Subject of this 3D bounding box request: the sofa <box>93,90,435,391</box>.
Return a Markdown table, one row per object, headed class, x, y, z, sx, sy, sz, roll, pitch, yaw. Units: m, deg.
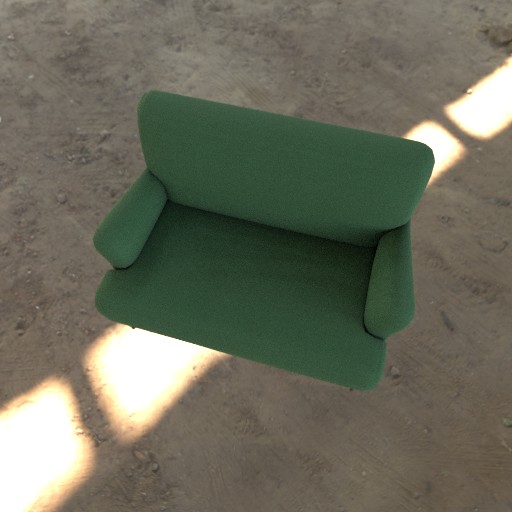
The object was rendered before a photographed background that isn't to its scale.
| class | x | y | z | sx | sy | sz | roll | pitch | yaw |
| --- | --- | --- | --- | --- | --- | --- | --- | --- | --- |
| sofa | 0.000 | 0.000 | 1.886 | 1.297 | 0.889 | 0.779 | 14 | 59 | 9 |
